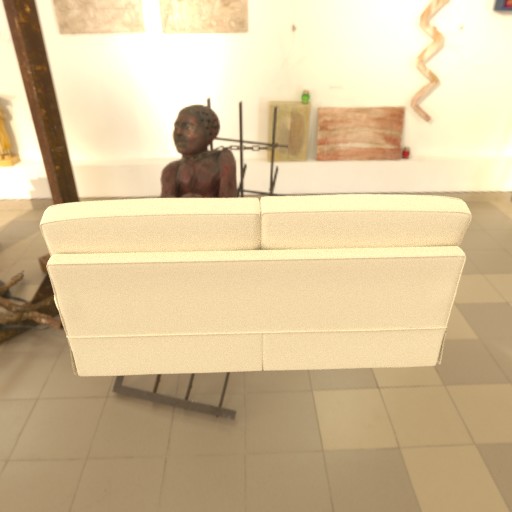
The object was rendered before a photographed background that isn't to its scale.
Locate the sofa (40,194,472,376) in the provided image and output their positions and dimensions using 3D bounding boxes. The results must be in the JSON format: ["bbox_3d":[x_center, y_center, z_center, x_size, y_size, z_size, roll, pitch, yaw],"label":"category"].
[{"bbox_3d":[0.000,0.000,2.488,2.021,0.937,0.862,-1,31,-2],"label":"sofa"}]
